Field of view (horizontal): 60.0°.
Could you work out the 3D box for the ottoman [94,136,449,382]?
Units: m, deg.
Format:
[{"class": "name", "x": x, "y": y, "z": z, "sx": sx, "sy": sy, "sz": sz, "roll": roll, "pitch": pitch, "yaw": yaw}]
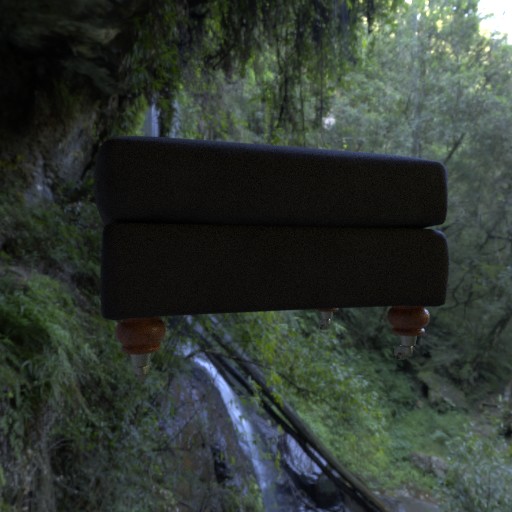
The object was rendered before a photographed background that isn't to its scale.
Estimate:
[{"class": "ottoman", "x": 0.000, "y": 0.000, "z": 1.145, "sx": 0.773, "sy": 0.497, "sz": 0.574, "roll": 0, "pitch": 1, "yaw": -17}]
